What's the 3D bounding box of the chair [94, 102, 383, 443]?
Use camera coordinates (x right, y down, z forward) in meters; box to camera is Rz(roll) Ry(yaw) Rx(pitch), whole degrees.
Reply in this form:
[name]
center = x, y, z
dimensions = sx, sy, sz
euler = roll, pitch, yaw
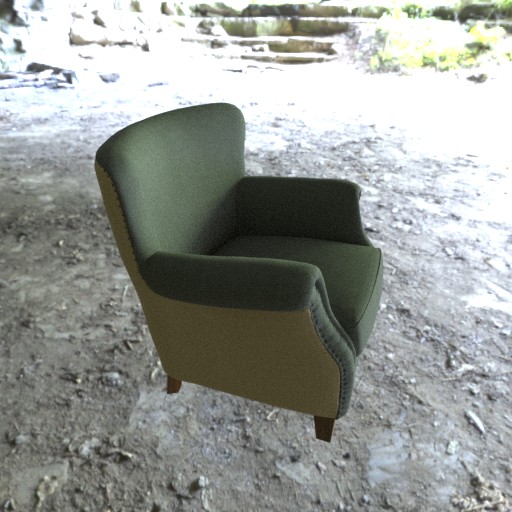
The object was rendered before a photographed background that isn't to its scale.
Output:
[chair]
center = 0.000, 0.000, 1.639
dimensions = 0.921, 0.936, 0.861
euler = 11, 32, 18
